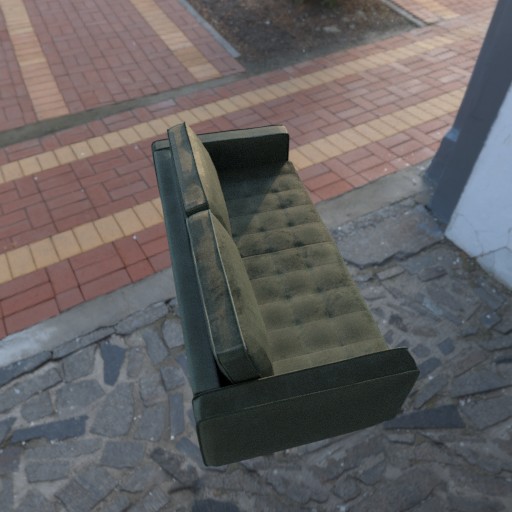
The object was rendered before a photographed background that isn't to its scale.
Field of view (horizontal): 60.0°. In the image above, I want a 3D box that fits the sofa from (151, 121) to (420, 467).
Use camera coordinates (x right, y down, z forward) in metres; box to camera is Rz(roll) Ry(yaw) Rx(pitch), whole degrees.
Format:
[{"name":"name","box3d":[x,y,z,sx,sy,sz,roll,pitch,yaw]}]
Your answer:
[{"name":"sofa","box3d":[0.000,0.000,2.313,0.886,0.781,1.816,-10,48,-10]}]
